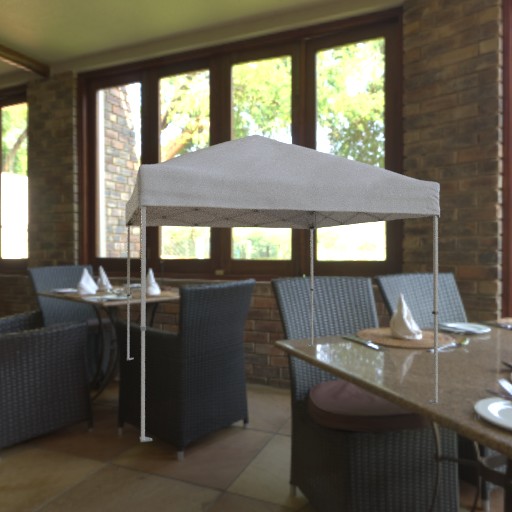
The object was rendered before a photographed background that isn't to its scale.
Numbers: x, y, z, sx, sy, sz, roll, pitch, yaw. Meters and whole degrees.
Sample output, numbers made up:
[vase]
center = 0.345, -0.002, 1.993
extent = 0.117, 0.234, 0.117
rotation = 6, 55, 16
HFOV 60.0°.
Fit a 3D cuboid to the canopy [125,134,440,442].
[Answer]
[canopy]
center = 0.000, 0.000, 5.465
extent = 2.996, 2.997, 2.998
rotation = 0, 1, -18
